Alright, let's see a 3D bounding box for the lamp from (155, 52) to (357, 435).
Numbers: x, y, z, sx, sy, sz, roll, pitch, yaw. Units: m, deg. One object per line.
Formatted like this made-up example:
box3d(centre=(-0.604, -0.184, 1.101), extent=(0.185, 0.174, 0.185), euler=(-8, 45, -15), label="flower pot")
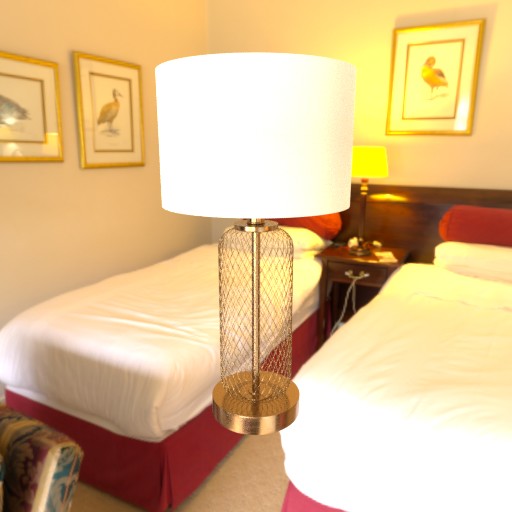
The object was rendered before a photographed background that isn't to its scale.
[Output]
box3d(centre=(0.000, 0.000, 0.625), extent=(0.252, 0.483, 0.252), euler=(-2, 14, -8), label="lamp")
